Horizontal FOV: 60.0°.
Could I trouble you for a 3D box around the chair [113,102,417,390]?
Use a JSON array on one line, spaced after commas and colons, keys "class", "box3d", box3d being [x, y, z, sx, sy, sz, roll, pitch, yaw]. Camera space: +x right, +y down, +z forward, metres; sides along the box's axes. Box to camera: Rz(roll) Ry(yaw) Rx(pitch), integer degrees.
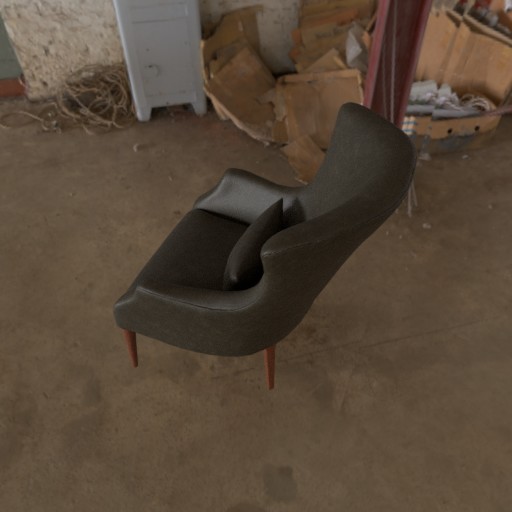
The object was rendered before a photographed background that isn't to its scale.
[{"class": "chair", "box3d": [0.000, 0.000, 1.740, 0.954, 1.068, 0.819, 16, 49, 15]}]
